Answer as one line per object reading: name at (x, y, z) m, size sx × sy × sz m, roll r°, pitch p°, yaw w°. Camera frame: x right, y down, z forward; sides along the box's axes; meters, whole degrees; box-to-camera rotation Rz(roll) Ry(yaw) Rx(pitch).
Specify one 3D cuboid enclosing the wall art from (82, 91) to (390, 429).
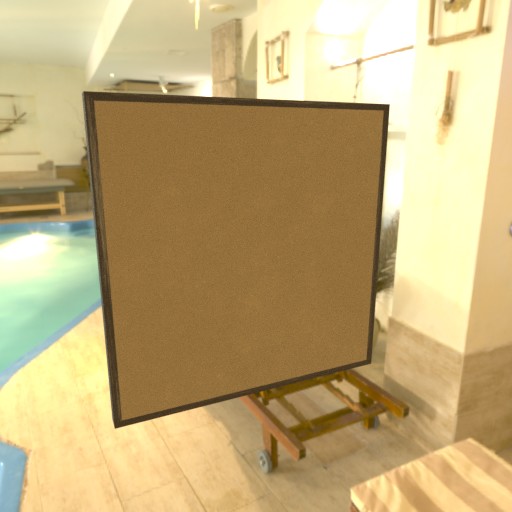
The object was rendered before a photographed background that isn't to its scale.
wall art at (0.000, 0.000, 1.135) m, size 0.762 × 0.758 × 0.043 m, roll -7°, pitch 16°, yaw -24°
